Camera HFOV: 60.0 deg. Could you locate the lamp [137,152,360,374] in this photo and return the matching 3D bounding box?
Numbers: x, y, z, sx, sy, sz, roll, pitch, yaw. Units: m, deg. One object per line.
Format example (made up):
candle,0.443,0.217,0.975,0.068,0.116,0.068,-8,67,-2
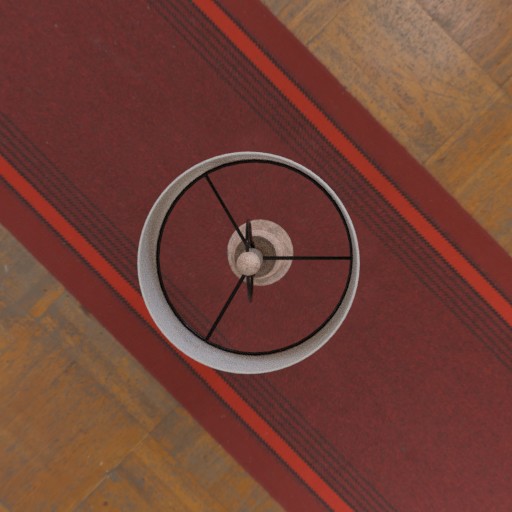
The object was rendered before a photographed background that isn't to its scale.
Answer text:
lamp,0.000,0.000,0.867,0.340,0.678,0.340,0,92,2
